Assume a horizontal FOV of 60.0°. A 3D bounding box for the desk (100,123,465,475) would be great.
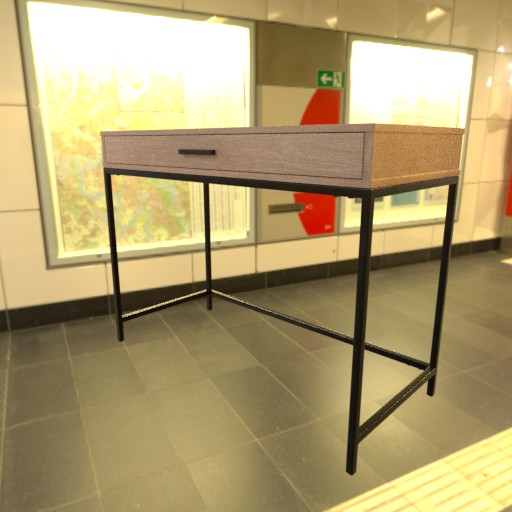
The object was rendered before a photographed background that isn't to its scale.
[{"bbox_3d":[0.000,0.000,1.393,1.016,0.762,0.470,13,20,42],"label":"desk"}]
